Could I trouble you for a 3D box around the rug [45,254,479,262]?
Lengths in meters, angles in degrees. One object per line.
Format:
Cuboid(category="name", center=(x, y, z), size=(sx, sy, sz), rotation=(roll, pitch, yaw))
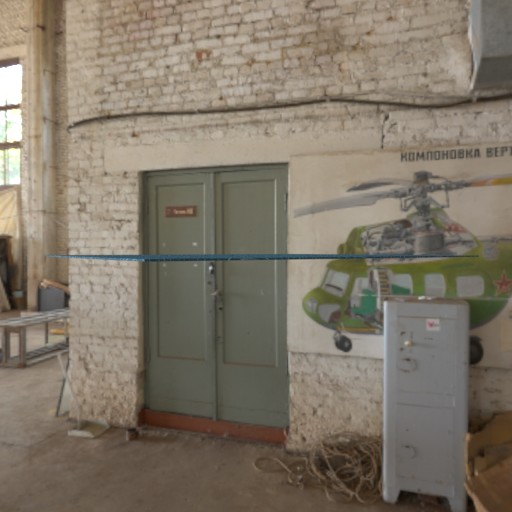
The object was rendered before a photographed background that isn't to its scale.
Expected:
Cuboid(category="rug", center=(0.000, 0.000, 3.961), size=(3.033, 0.012, 2.432), rotation=(0, 1, -36))
